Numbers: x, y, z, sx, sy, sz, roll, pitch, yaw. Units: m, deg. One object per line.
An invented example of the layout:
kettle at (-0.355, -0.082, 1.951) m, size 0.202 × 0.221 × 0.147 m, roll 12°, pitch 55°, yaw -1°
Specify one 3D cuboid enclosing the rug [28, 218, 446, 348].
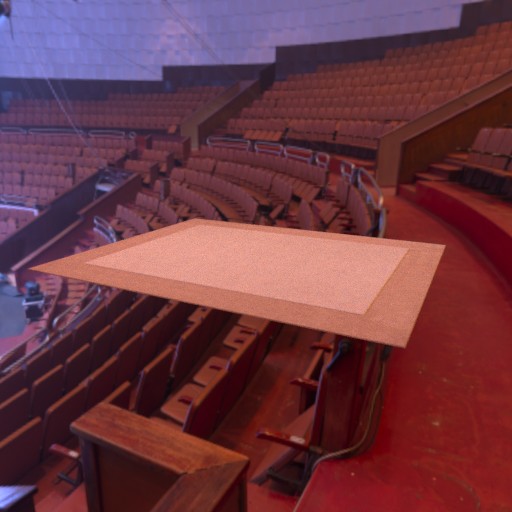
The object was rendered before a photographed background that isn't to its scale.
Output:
rug at (0.000, 0.000, 4.085) m, size 3.048 × 0.014 × 2.438 m, roll 8°, pitch 18°, yaw 26°
